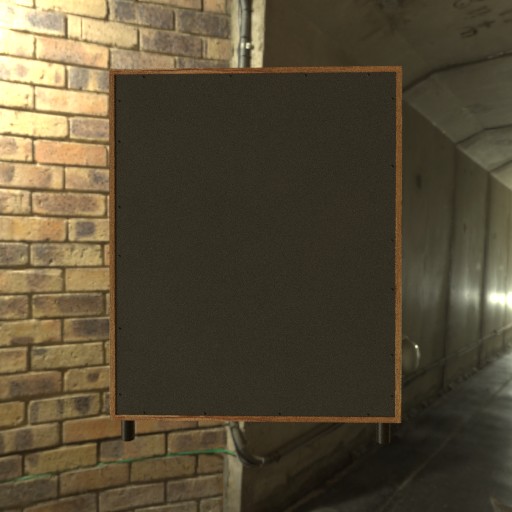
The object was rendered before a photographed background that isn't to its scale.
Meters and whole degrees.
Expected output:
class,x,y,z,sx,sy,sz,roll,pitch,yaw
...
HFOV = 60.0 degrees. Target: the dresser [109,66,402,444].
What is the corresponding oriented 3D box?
class,x,y,z,sx,sy,sz,roll,pitch,yaw
dresser,0.000,0.000,1.702,0.966,1.243,0.480,0,0,1
